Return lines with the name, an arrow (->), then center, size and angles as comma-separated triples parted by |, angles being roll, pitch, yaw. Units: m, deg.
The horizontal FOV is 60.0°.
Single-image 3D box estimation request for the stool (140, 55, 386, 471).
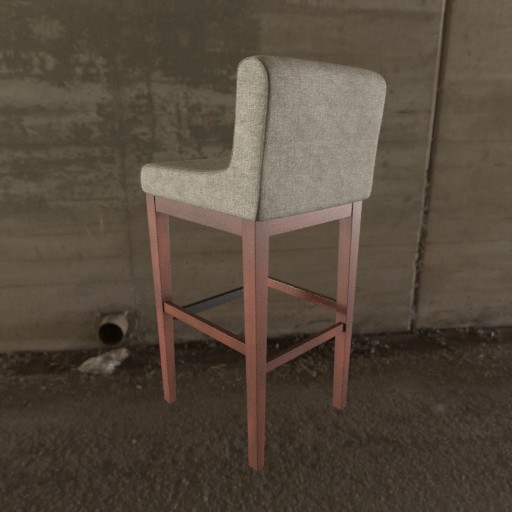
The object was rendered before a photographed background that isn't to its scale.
stool -> 0.000, 0.000, 1.237 | 0.426, 0.965, 0.499 | -16, 23, -42
